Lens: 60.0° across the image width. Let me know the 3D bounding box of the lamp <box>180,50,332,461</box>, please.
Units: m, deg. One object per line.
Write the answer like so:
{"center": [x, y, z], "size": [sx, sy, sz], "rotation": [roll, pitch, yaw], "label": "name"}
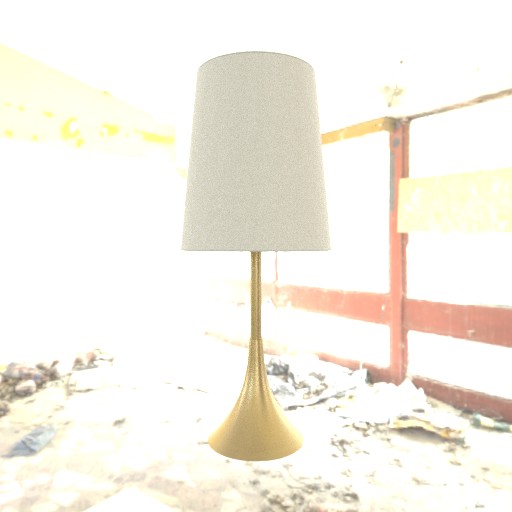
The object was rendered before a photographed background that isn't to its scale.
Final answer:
{"center": [0.000, 0.000, 0.685], "size": [0.231, 0.569, 0.231], "rotation": [0, 2, 0], "label": "lamp"}
